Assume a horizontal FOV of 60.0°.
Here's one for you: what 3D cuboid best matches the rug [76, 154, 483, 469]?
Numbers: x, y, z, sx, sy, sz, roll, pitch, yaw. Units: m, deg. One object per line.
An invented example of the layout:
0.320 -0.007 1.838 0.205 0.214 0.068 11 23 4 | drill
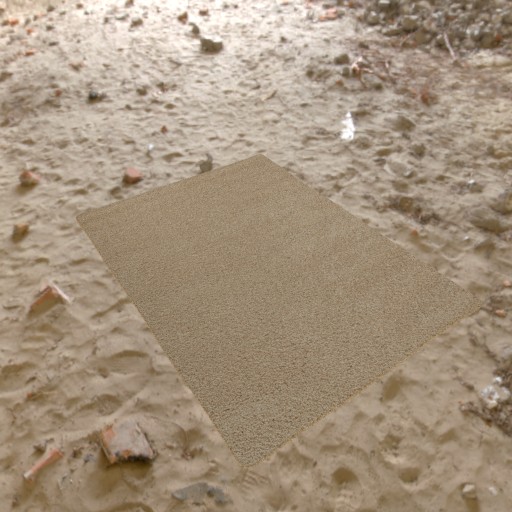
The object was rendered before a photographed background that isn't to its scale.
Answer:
0.000 0.000 2.082 1.199 0.025 1.600 -24 46 -26 | rug
